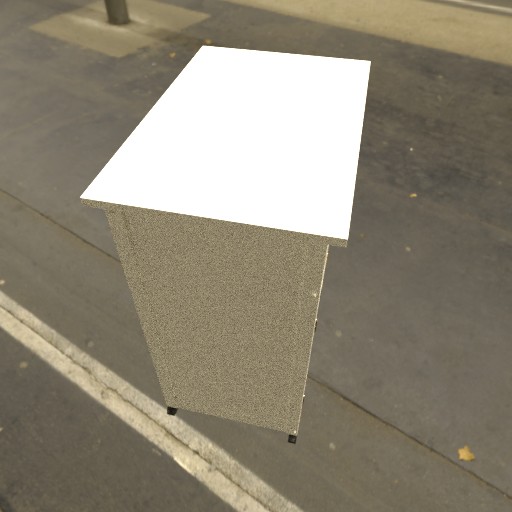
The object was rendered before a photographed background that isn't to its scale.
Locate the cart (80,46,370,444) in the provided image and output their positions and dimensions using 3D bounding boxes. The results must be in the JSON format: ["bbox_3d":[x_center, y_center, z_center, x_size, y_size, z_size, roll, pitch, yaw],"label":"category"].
[{"bbox_3d":[0.000,0.000,1.243,0.442,0.864,0.683,9,47,9],"label":"cart"}]
